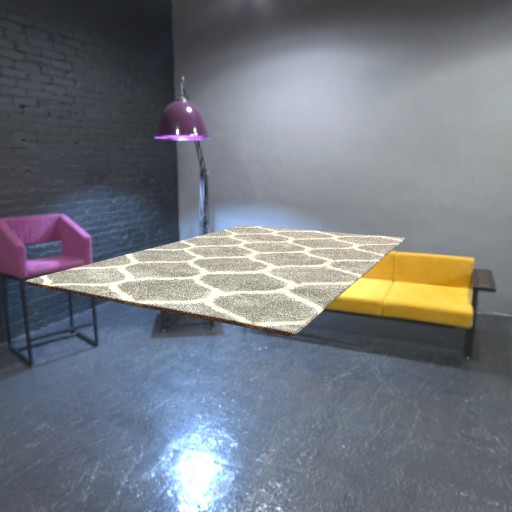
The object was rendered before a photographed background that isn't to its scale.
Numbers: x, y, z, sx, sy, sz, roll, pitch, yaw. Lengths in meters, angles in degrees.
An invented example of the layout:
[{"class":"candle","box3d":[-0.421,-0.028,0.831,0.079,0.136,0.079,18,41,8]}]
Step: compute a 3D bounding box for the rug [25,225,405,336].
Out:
[{"class":"rug","box3d":[0.000,0.000,3.468,1.801,0.026,2.701,6,14,27]}]
